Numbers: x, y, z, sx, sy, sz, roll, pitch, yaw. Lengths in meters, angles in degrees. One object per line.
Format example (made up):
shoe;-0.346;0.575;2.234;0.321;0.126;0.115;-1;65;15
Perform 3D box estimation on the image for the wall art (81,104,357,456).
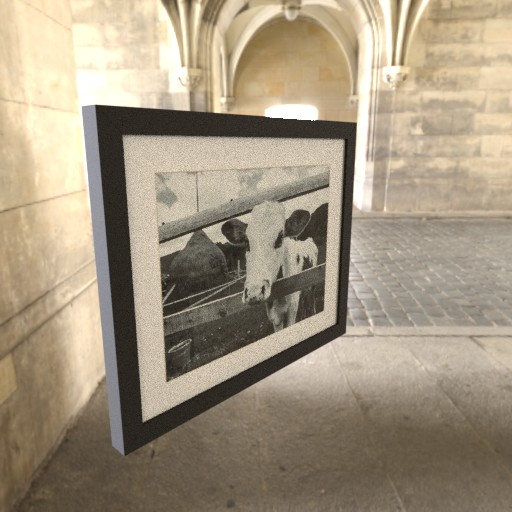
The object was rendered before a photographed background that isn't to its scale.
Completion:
wall art;0.000;0.000;0.547;0.024;0.329;0.404;13;19;42
